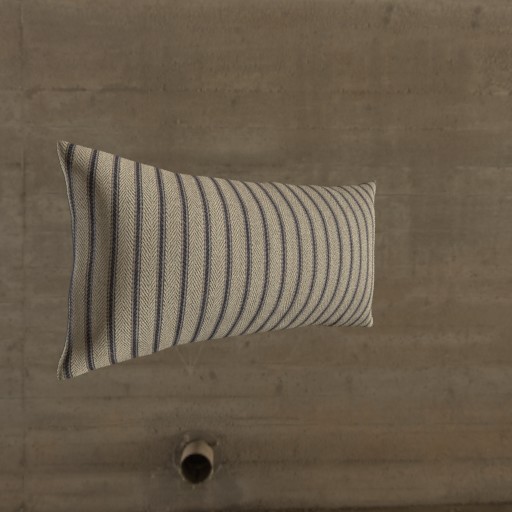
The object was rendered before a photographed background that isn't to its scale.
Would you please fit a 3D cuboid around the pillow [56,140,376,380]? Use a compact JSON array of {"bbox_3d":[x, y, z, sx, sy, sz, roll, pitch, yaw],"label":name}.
[{"bbox_3d":[0.000,0.000,0.723,0.609,0.305,0.151,0,0,-37],"label":"pillow"}]
